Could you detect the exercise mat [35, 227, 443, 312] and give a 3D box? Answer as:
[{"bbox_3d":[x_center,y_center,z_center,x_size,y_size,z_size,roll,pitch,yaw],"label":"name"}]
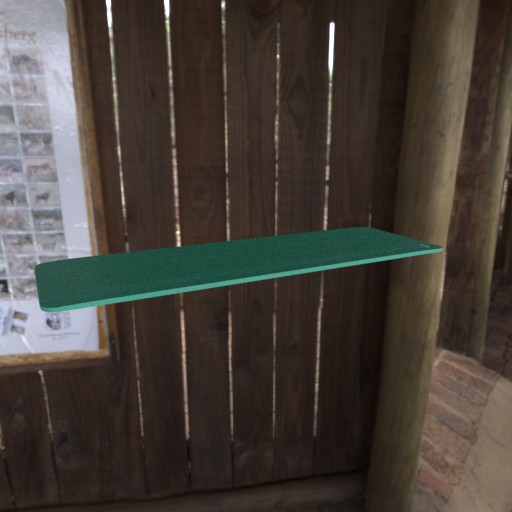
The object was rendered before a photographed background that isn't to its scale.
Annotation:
[{"bbox_3d":[0.000,0.000,2.087,1.869,0.021,0.616,-7,17,-26],"label":"exercise mat"}]
